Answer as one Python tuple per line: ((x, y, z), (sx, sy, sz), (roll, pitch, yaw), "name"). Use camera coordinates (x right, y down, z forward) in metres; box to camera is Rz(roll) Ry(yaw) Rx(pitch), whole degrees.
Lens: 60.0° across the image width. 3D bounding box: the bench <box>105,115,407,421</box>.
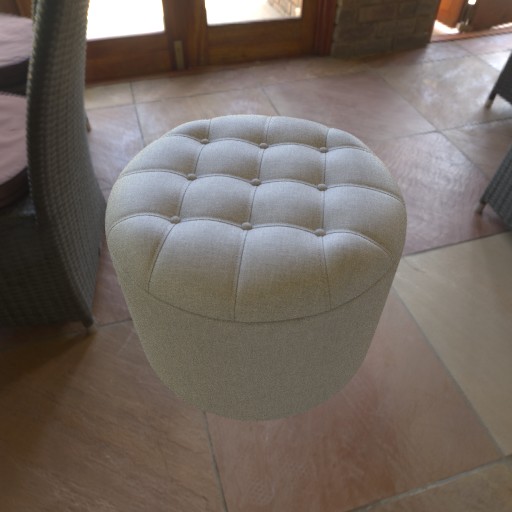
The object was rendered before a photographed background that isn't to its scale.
((0.000, 0.000, 1.011), (0.600, 0.453, 0.600), (0, 47, 0), "bench")
